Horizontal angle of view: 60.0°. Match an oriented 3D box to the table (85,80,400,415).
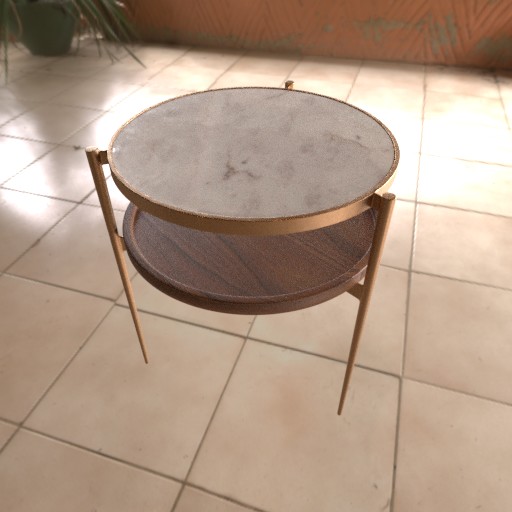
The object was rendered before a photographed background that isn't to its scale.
[{"bbox_3d":[0.000,0.000,0.824,0.430,0.493,0.456,11,42,13],"label":"table"}]
